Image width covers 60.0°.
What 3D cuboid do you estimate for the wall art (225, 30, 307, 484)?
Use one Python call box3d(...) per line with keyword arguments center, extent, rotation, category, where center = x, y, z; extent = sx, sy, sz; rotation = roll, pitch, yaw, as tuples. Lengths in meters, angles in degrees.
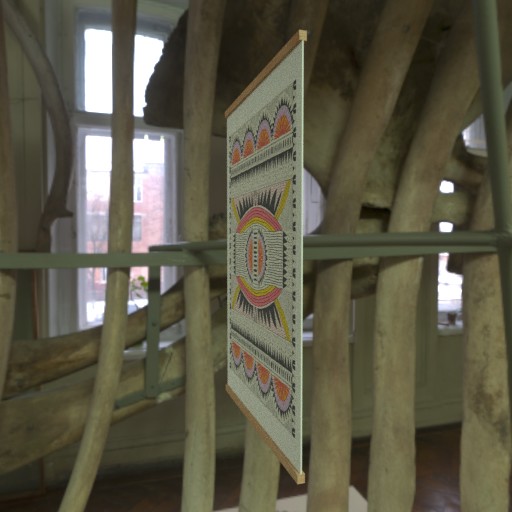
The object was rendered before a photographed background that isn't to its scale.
box3d(center=(0.000, 0.000, 1.972), extent=(0.028, 1.533, 0.999), rotation=(-1, 2, -18), category="wall art")
